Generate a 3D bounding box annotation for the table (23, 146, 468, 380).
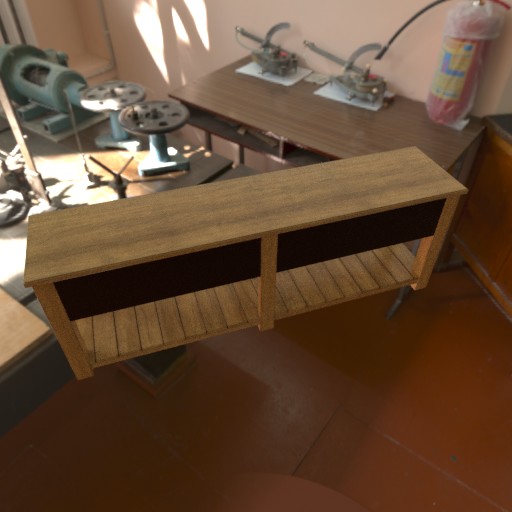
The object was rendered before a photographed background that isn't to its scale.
[{"bbox_3d":[0.000,0.000,2.084,1.815,0.635,0.425,-13,44,-13],"label":"table"}]
